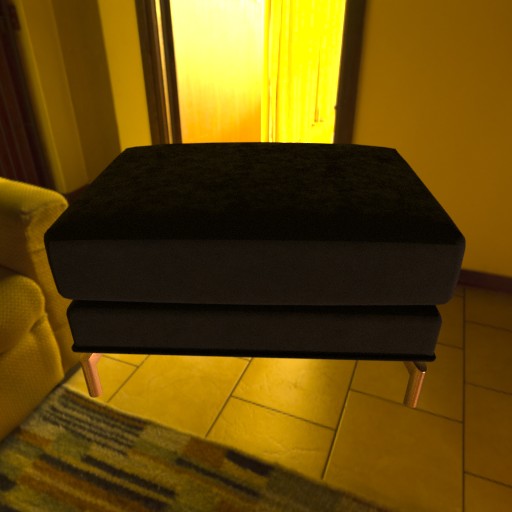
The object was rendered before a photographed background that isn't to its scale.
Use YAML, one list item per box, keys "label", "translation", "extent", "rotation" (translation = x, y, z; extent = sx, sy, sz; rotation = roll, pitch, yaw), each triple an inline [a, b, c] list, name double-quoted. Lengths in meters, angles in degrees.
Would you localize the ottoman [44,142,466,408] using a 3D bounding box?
- label: "ottoman"
  translation: [0.000, 0.000, 1.187]
  extent: [0.835, 0.498, 0.587]
  rotation: [1, 31, 2]
